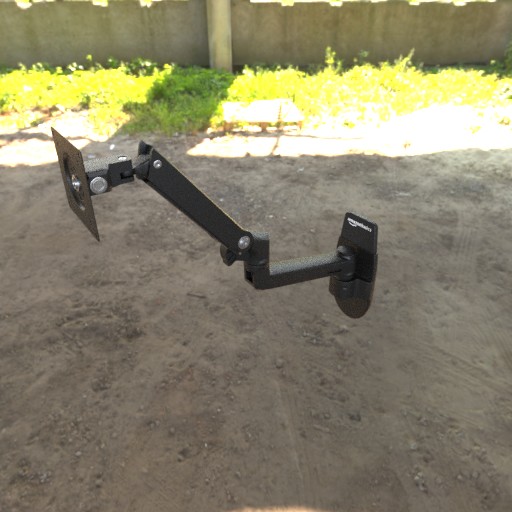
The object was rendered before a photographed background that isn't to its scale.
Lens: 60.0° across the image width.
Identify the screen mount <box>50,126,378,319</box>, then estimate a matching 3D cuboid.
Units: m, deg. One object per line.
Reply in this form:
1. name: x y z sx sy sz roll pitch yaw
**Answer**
1. screen mount: 0.000 0.000 0.708 0.495 0.466 0.115 -20 37 -30
